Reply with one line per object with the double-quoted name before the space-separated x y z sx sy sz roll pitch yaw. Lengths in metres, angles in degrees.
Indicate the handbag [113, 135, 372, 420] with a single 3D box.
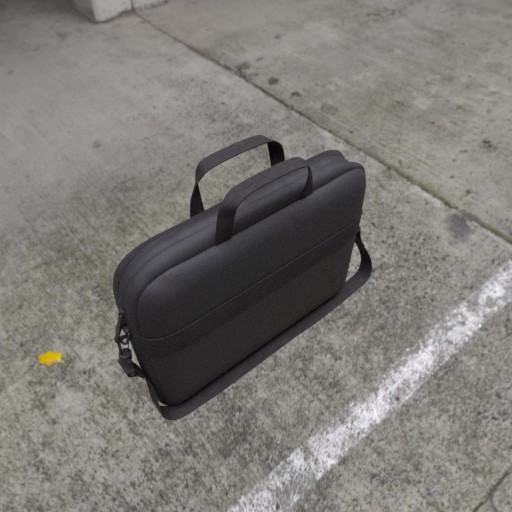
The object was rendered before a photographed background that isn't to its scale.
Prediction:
"handbag" 0.000 0.000 0.444 0.320 0.244 0.089 -31 54 -25
